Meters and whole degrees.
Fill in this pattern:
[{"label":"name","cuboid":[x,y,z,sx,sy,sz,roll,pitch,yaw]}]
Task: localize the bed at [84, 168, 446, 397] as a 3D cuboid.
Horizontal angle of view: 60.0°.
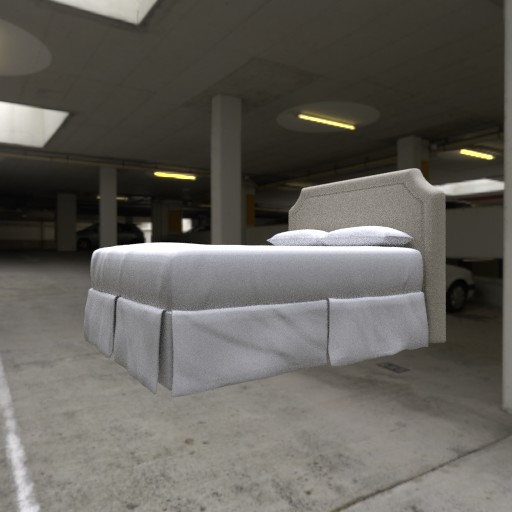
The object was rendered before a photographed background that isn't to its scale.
[{"label":"bed","cuboid":[0.000,0.000,3.232,2.116,1.290,1.693,0,1,-34]}]
